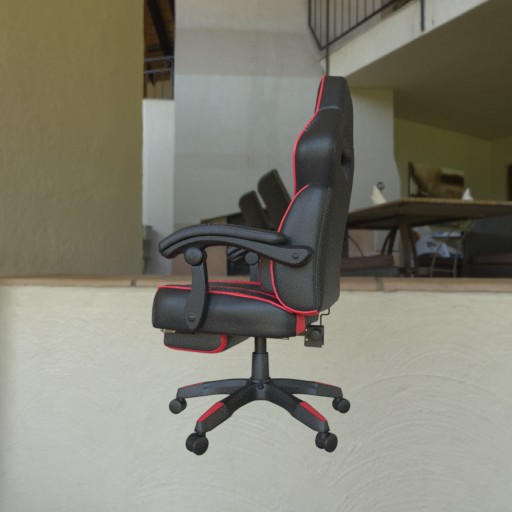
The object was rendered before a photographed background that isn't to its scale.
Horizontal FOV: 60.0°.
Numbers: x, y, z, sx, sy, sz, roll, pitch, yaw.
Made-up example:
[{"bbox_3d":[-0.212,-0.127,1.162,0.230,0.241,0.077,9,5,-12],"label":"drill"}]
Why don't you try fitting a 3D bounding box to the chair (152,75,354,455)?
[{"bbox_3d":[0.000,0.000,1.646,0.700,1.220,0.700,0,-1,17],"label":"chair"}]
